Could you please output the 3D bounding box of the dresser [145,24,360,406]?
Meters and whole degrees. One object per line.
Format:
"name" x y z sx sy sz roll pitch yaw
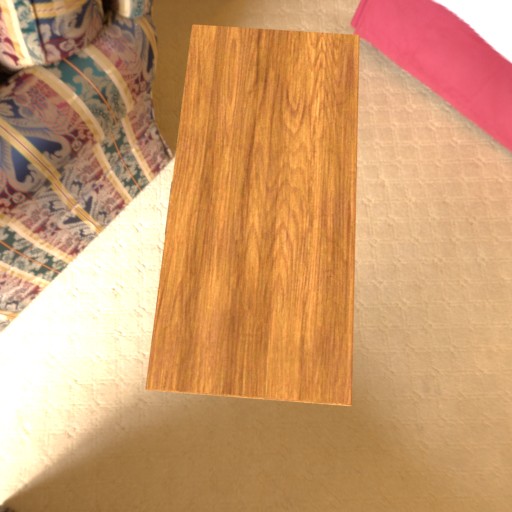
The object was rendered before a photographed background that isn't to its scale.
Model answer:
"dresser" 0.000 0.000 1.916 0.558 1.431 1.081 4 76 1
